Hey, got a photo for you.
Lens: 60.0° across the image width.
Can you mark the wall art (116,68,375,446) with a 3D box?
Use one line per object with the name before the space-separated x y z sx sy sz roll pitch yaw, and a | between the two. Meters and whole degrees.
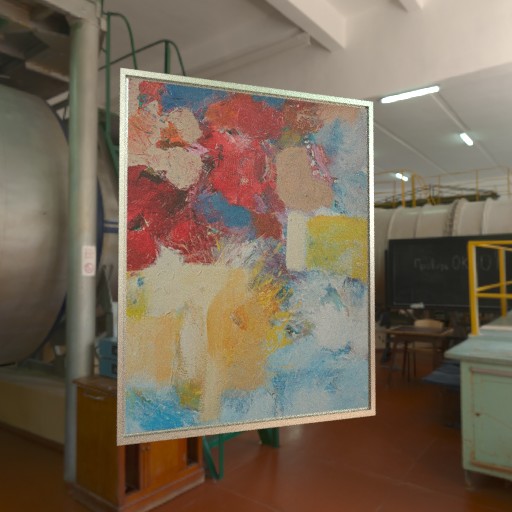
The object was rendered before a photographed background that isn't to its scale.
wall art | 0.000 0.000 0.748 0.444 0.569 0.025 1 -2 -18
